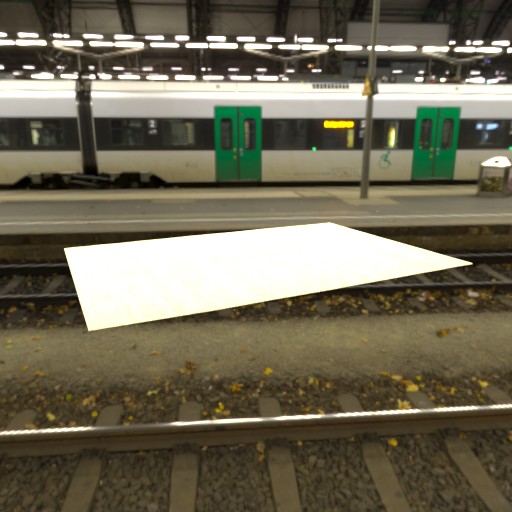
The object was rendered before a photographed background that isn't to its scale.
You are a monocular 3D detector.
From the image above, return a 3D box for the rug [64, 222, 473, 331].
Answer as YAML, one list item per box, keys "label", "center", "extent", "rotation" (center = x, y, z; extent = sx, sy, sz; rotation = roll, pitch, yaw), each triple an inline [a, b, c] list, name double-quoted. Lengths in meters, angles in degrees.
- label: "rug"
  center: [0.000, 0.000, 2.408]
  extent: [1.850, 0.015, 1.250]
  rotation: [-7, 17, -25]
